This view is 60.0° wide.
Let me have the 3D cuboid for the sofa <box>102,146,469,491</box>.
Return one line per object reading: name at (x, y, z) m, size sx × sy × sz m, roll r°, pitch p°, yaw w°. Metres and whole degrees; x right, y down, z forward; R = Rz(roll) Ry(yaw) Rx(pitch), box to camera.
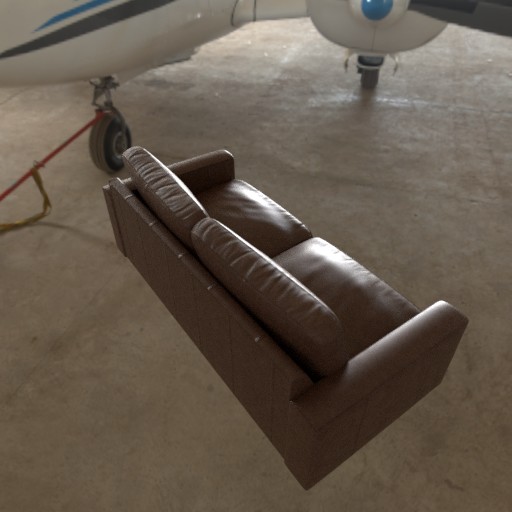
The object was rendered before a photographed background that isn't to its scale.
sofa at (0.000, 0.000, 2.631) m, size 1.016 × 0.873 × 2.179 m, roll -25°, pitch 46°, yaw -27°
